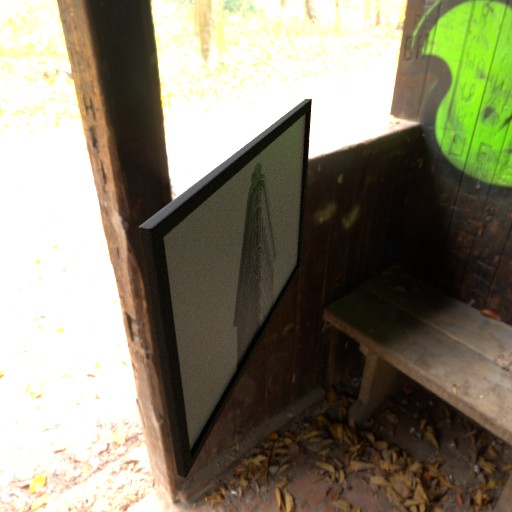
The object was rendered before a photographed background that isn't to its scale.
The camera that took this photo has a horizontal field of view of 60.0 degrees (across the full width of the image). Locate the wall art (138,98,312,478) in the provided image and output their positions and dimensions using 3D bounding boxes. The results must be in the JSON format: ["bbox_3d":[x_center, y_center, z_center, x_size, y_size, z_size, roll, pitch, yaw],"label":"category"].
[{"bbox_3d":[0.000,0.000,1.240,0.026,0.656,0.958,12,34,18],"label":"wall art"}]
